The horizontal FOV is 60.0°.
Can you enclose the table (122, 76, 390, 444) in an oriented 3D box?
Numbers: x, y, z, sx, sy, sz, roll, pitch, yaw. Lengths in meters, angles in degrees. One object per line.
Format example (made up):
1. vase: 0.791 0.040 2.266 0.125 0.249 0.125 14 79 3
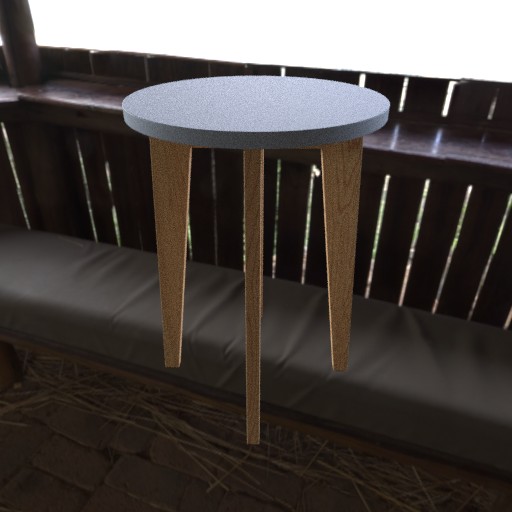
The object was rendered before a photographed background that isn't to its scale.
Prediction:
1. table: 0.000 0.000 0.726 0.350 0.500 0.350 0 31 0
